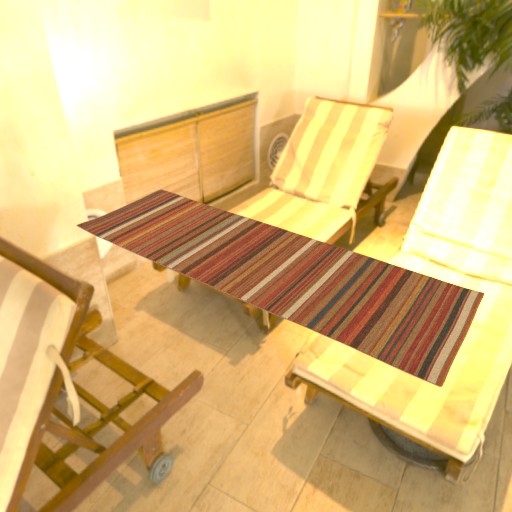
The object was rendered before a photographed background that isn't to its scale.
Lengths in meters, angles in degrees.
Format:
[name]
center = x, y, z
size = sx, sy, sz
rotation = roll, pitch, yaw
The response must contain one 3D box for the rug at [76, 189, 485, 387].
[rug]
center = 0.000, 0.000, 2.696
size = 2.444, 0.030, 0.799
rotation = 20, 37, 29
